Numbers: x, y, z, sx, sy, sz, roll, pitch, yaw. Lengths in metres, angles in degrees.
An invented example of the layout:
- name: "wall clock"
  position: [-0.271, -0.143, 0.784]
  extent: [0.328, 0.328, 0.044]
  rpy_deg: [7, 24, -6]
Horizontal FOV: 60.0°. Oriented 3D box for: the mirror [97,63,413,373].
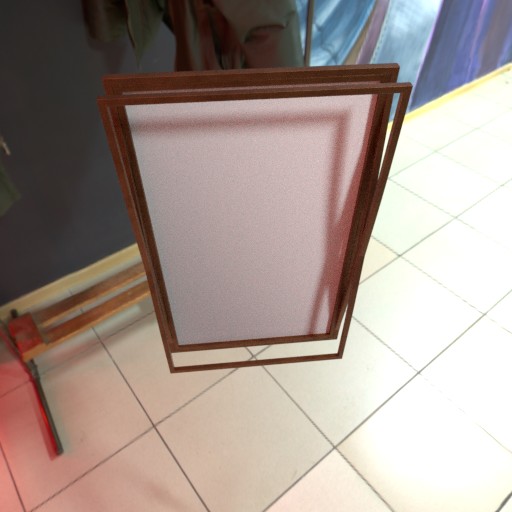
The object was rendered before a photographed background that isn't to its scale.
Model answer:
- name: "mirror"
  position: [0.000, 0.000, 0.948]
  extent: [0.468, 0.768, 0.082]
  rpy_deg: [-4, 46, -4]
